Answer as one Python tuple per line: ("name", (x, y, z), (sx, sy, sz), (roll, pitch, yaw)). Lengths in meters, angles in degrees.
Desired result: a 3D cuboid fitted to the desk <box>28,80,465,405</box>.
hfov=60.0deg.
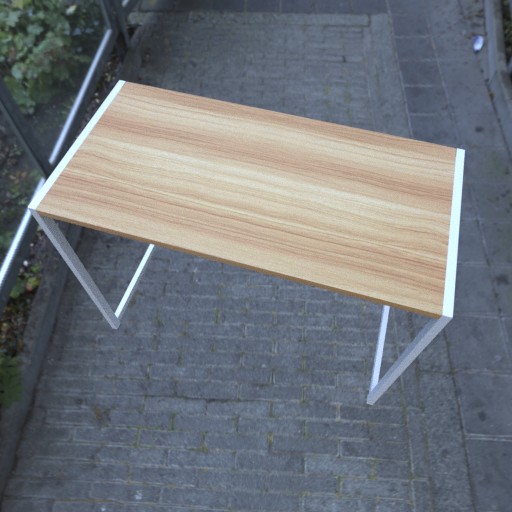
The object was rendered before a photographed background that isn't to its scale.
("desk", (0.000, 0.000, 1.454), (1.016, 0.762, 0.508), (14, 59, 9))
